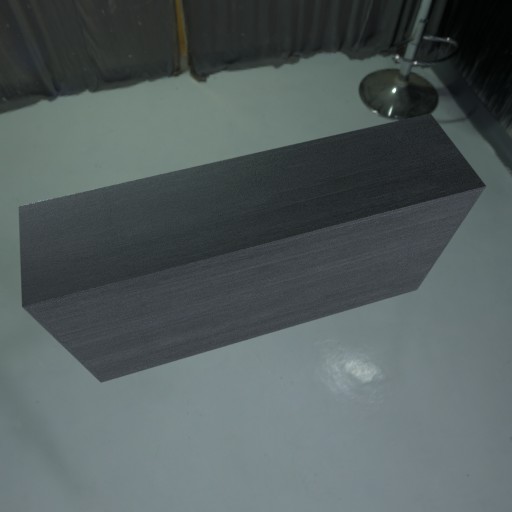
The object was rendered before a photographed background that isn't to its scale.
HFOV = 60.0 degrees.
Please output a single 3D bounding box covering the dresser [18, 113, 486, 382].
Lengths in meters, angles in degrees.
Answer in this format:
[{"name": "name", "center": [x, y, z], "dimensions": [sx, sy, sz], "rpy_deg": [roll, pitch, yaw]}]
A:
[{"name": "dresser", "center": [0.000, 0.000, 1.888], "dimensions": [1.590, 0.795, 0.400], "rpy_deg": [-15, 59, -9]}]
